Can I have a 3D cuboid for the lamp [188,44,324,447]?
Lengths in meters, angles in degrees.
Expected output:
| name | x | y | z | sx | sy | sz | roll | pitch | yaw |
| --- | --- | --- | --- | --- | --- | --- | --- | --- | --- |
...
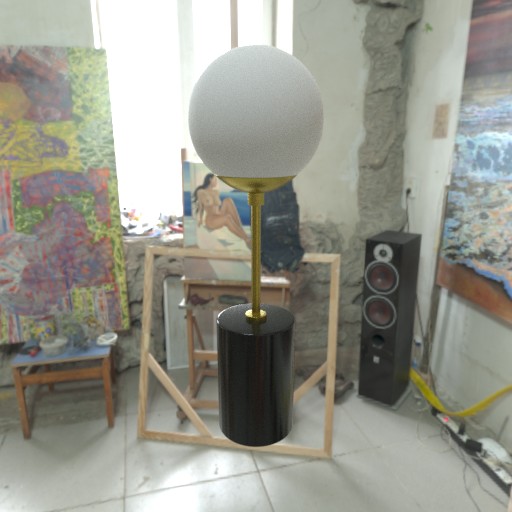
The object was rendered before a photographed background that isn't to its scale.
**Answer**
| name | x | y | z | sx | sy | sz | roll | pitch | yaw |
| --- | --- | --- | --- | --- | --- | --- | --- | --- | --- |
| lamp | 0.000 | 0.000 | 0.551 | 0.153 | 0.480 | 0.153 | 0 | 16 | 0 |
